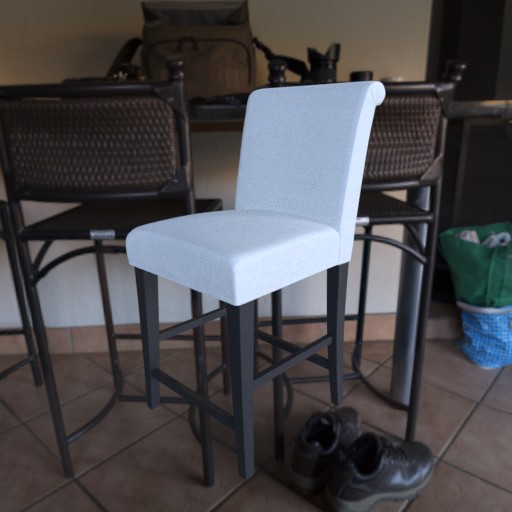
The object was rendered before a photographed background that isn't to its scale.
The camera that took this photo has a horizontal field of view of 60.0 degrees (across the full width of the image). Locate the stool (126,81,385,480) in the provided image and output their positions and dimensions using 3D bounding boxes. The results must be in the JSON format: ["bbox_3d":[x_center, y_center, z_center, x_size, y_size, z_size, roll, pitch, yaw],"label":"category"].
[{"bbox_3d":[0.000,0.000,1.315,0.452,0.976,0.597,15,22,41],"label":"stool"}]
